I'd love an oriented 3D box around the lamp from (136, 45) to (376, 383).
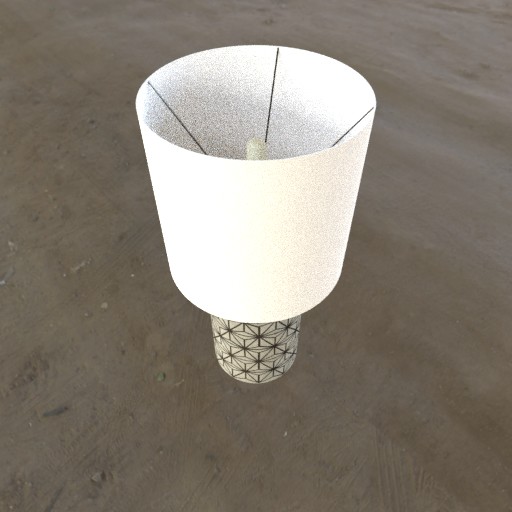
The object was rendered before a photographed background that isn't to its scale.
[{"bbox_3d":[0.000,0.000,0.538,0.206,0.416,0.206,10,47,9],"label":"lamp"}]
